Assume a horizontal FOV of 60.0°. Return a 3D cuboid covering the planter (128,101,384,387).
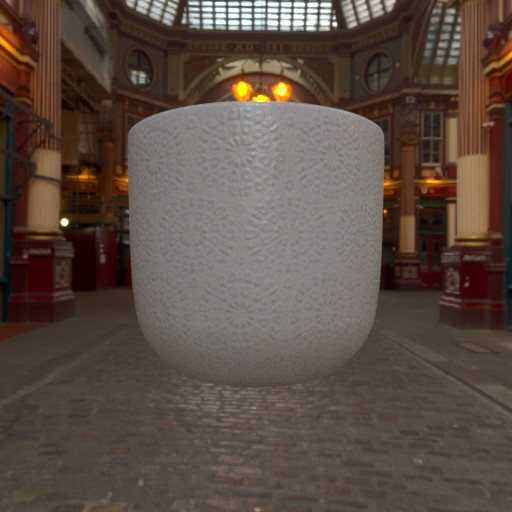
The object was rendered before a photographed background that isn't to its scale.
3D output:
[{"bbox_3d":[0.000,0.000,0.374,0.208,0.190,0.208,0,0,0],"label":"planter"}]
